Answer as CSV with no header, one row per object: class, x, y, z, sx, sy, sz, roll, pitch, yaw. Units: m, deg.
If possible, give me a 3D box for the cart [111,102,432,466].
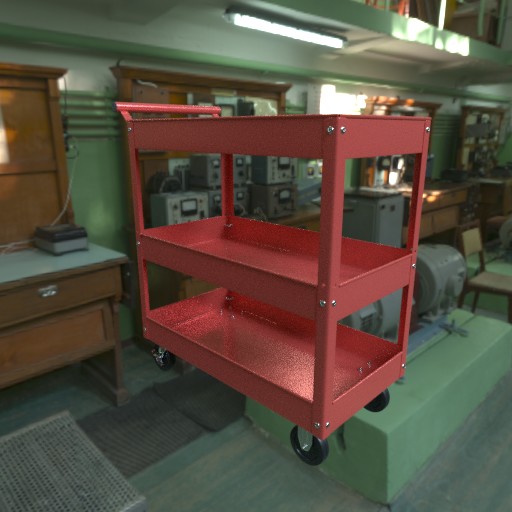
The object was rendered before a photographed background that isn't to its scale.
cart,0.000,0.000,1.165,0.719,0.780,0.366,15,22,42
